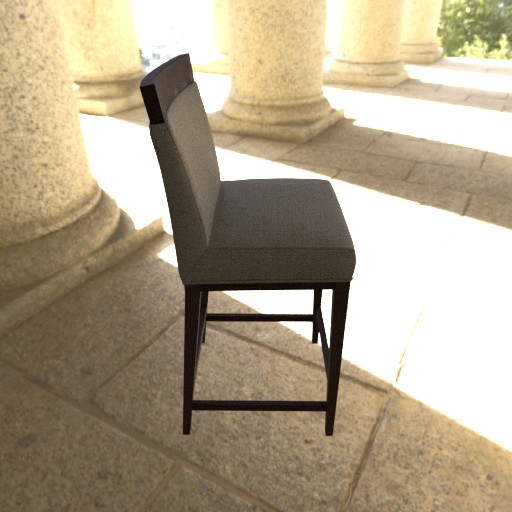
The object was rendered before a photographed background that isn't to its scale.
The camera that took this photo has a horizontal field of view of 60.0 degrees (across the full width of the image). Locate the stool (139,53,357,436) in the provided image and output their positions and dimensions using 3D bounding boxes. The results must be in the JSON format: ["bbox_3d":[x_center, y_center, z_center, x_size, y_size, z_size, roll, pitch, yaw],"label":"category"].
[{"bbox_3d":[0.000,0.000,1.401,0.531,1.117,0.511,0,31,0],"label":"stool"}]
